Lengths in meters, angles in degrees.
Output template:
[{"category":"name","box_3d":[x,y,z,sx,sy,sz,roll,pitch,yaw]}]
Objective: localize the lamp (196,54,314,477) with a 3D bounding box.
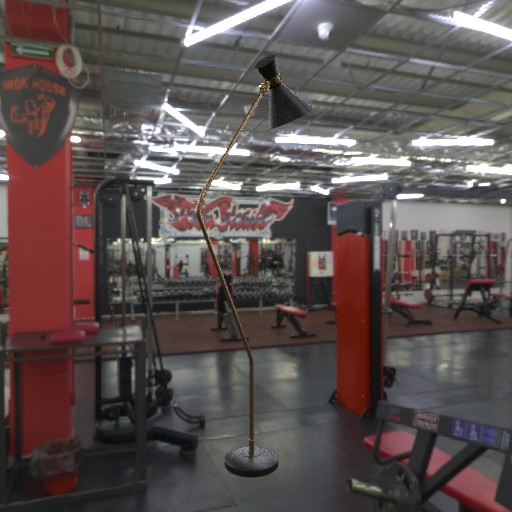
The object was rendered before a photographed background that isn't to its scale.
[{"category":"lamp","box_3d":[0.000,0.000,1.582,0.467,1.438,0.277,0,0,-17]}]
